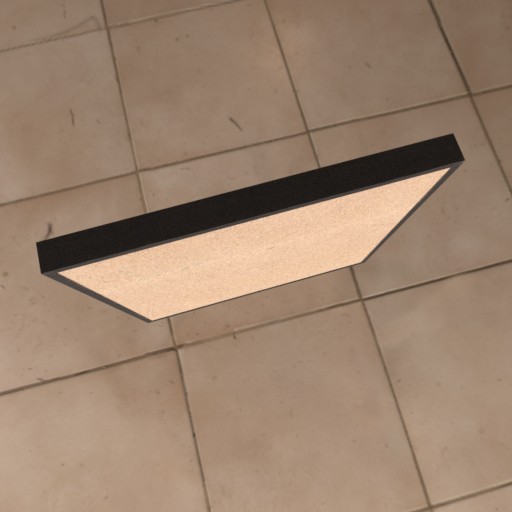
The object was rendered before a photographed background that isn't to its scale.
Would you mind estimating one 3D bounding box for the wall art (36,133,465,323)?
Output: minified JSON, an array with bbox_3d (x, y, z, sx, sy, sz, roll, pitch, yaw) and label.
[{"bbox_3d":[0.000,0.000,0.761,0.508,0.508,0.038,-15,76,-4],"label":"wall art"}]
